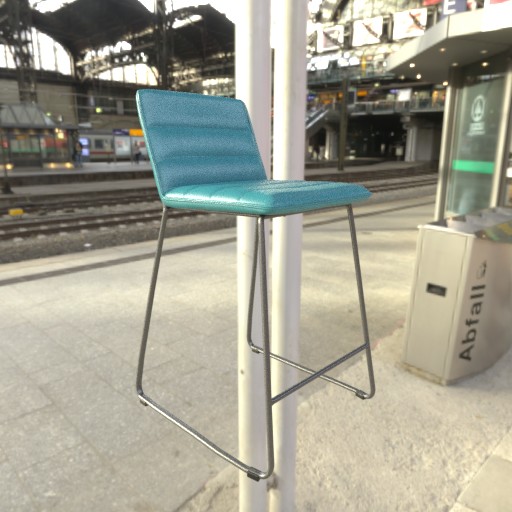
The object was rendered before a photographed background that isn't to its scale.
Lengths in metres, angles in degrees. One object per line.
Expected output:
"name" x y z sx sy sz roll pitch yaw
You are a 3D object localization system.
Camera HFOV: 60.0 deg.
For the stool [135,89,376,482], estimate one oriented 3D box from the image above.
"stool" 0.000 0.000 1.196 0.524 0.866 0.489 13 18 42
